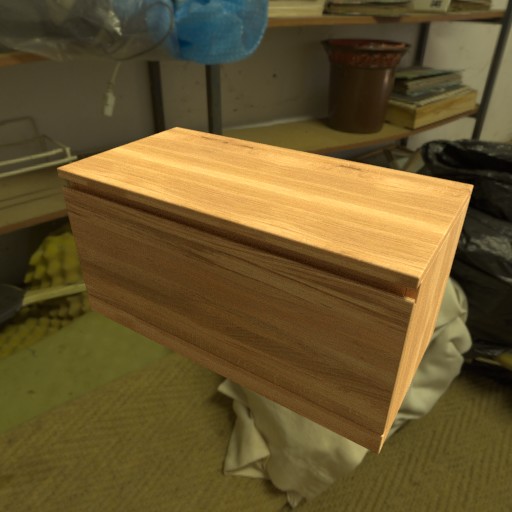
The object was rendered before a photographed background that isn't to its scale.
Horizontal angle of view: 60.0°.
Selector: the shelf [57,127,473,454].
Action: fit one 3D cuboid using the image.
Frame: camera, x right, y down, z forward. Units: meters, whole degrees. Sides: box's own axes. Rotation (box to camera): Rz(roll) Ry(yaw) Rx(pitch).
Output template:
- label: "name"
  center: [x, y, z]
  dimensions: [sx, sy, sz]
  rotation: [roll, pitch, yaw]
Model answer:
- label: "shelf"
  center: [0.000, 0.000, 1.050]
  dimensions: [0.800, 0.400, 0.400]
  rotation: [19, 36, 27]
